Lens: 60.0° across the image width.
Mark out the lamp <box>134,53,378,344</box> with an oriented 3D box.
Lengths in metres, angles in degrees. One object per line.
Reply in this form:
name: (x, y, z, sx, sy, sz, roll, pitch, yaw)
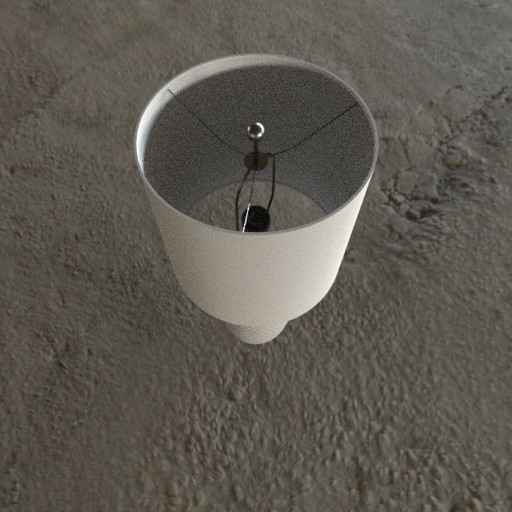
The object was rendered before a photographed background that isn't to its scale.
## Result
lamp: (0.000, 0.000, 0.588, 0.214, 0.466, 0.214, 32, 66, 17)
